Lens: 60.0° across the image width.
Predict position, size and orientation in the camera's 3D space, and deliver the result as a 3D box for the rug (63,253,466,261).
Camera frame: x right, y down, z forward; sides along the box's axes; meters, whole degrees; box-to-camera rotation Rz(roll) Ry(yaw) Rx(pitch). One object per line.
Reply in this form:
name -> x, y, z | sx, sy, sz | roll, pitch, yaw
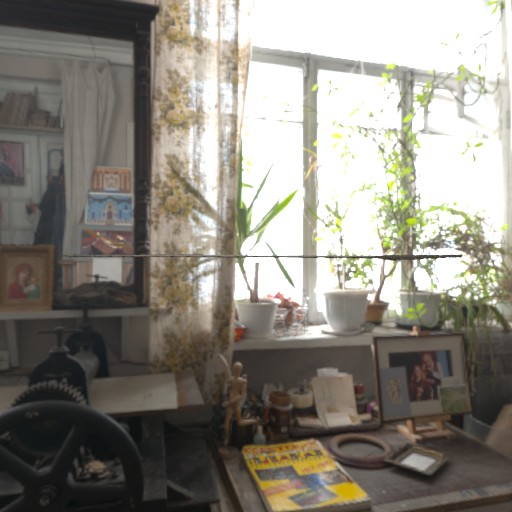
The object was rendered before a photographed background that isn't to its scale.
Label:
rug -> 0.000, 0.000, 3.131 | 2.472, 0.035, 1.495 | 0, 0, 36
